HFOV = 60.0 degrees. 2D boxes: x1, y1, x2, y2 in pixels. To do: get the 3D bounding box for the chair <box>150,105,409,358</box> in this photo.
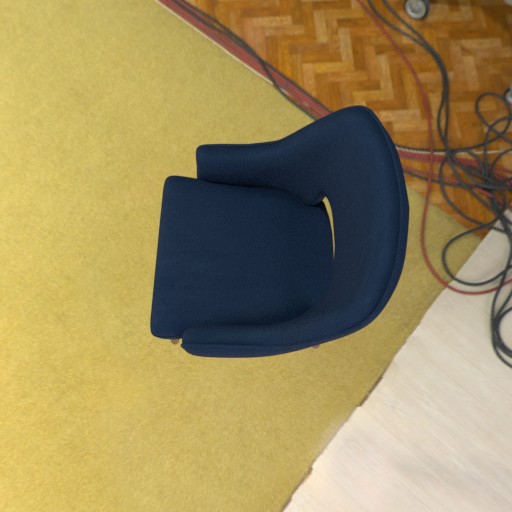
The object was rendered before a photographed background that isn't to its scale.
[{"bbox_3d":[0.000,0.000,1.231,0.591,0.844,0.559,2,75,1],"label":"chair"}]
